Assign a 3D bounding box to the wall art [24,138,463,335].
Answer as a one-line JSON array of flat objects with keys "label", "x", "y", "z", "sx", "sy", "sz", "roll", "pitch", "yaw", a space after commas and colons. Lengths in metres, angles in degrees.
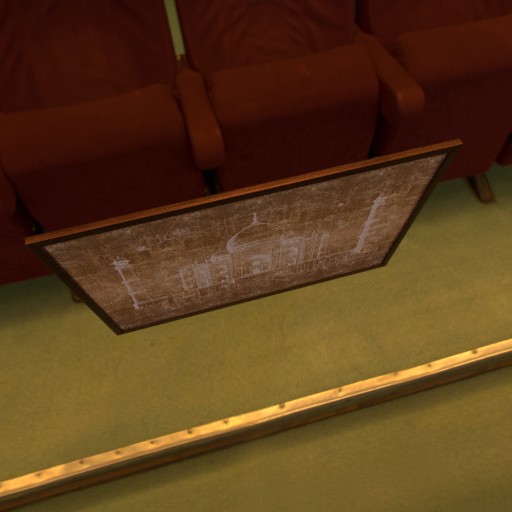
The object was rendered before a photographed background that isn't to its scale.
[{"label": "wall art", "x": 0.000, "y": 0.000, "z": 1.052, "sx": 0.816, "sy": 0.559, "sz": 0.014, "roll": -14, "pitch": 65, "yaw": -7}]
